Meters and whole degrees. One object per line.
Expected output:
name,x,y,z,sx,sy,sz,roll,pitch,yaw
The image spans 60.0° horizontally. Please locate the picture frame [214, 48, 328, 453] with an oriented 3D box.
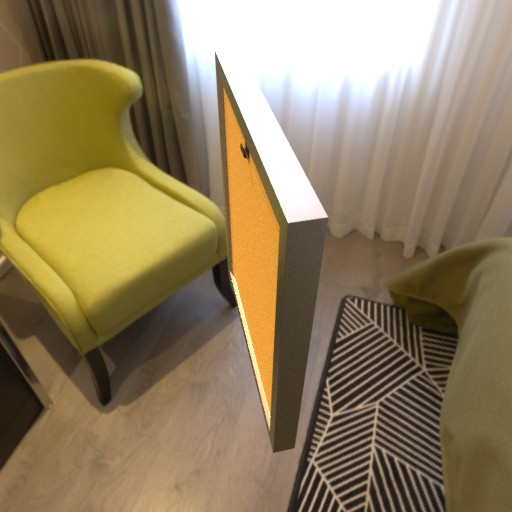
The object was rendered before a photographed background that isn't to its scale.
picture frame,0.000,0.000,1.394,0.073,0.968,0.839,-9,45,-9
